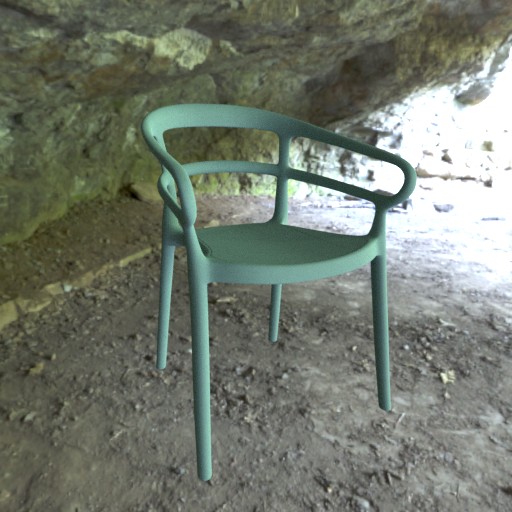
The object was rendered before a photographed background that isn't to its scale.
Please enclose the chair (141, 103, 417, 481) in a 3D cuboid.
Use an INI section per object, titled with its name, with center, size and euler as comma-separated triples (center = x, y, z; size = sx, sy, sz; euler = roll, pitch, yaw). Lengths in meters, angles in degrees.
[chair]
center = 0.000, 0.000, 1.119
size = 0.559, 0.761, 0.527
euler = -8, 17, -28
